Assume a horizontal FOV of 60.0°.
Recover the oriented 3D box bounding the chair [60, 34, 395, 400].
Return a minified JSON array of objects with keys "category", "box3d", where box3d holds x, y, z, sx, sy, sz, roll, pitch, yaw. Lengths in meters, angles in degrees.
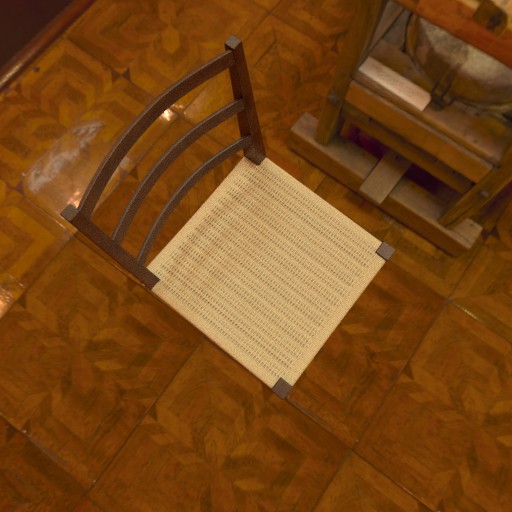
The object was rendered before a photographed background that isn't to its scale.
[{"category":"chair","box3d":[0.000,0.000,1.156,0.551,0.813,0.480,38,79,9]}]
